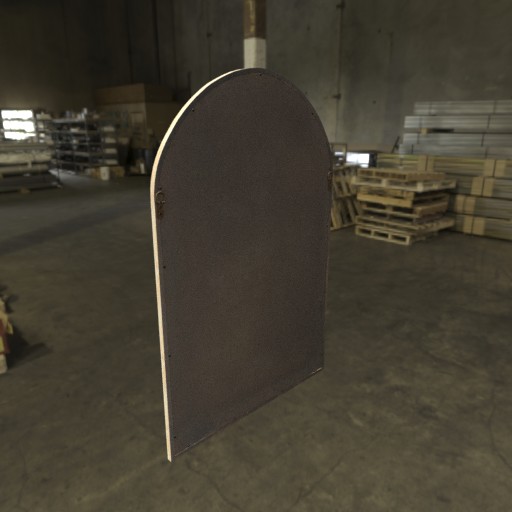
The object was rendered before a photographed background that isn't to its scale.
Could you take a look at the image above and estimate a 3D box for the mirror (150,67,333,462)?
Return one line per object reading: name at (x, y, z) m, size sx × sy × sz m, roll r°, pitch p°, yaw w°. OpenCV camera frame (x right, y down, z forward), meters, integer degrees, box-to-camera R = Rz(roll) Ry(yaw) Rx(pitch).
mirror at (0.000, 0.000, 1.167) m, size 0.609 × 0.915 × 0.032 m, roll -16°, pitch 22°, yaw -42°
